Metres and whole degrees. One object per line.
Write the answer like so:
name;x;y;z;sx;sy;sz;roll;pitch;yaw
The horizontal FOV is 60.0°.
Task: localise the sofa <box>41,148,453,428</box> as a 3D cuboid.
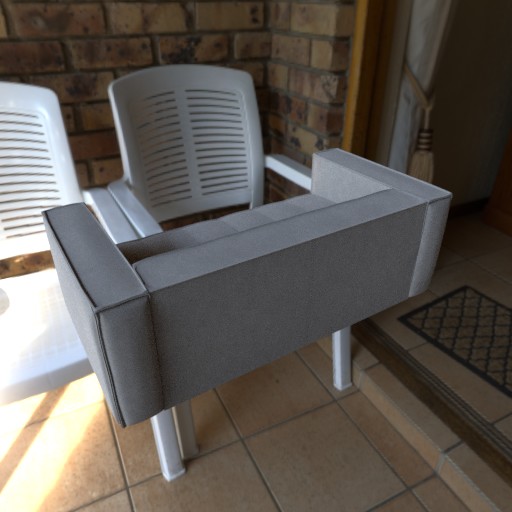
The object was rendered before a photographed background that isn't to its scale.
sofa;0.000;0.000;2.500;1.995;0.680;1.038;-18;35;-27
